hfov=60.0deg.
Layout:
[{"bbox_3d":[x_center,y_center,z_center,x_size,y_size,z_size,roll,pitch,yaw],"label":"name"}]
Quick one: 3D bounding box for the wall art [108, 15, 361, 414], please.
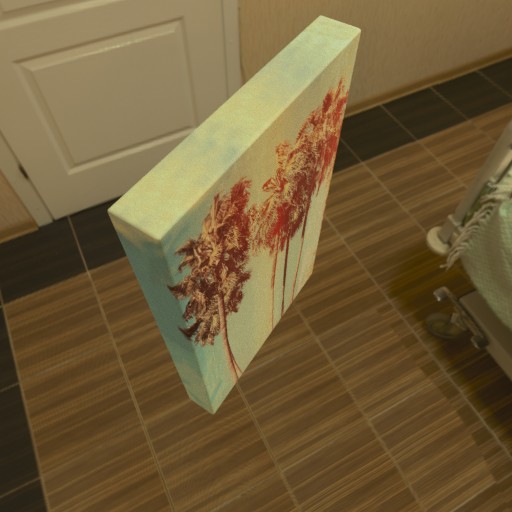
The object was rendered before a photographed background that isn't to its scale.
[{"bbox_3d":[0.000,0.000,0.463,0.039,0.380,0.251,29,61,18],"label":"wall art"}]
